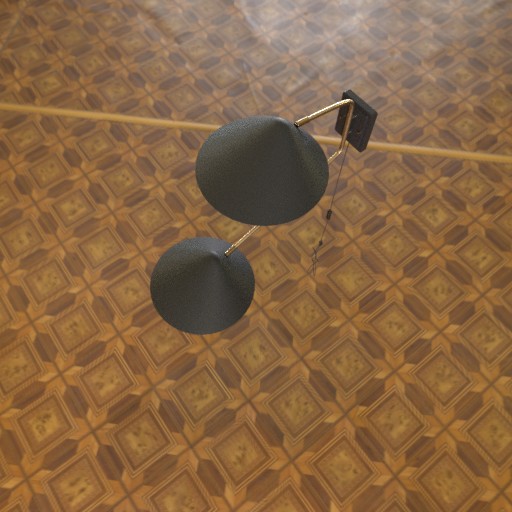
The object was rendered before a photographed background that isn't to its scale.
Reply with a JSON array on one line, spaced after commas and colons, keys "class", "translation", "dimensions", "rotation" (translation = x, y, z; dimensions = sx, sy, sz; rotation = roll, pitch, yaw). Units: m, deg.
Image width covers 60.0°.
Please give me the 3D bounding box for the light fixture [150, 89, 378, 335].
[{"class": "light fixture", "translation": [0.000, 0.000, 0.850], "dimensions": [0.422, 0.665, 0.189], "rotation": [-35, 69, -16]}]
